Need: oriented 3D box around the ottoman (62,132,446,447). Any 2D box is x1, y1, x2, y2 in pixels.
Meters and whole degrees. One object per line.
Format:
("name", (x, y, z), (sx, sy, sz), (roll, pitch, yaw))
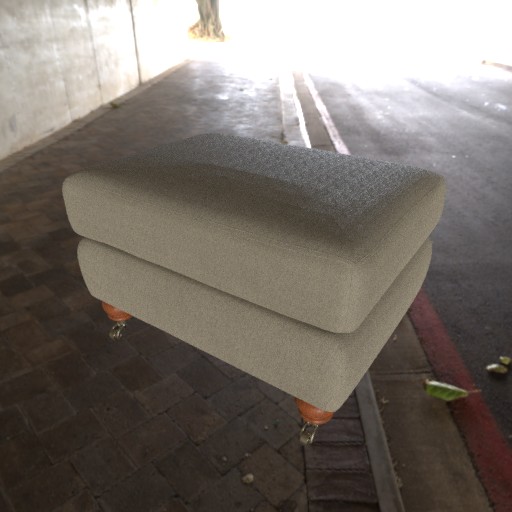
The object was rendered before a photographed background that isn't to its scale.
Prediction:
("ottoman", (0.000, 0.000, 1.146), (0.773, 0.504, 0.569), (18, 34, 30))
